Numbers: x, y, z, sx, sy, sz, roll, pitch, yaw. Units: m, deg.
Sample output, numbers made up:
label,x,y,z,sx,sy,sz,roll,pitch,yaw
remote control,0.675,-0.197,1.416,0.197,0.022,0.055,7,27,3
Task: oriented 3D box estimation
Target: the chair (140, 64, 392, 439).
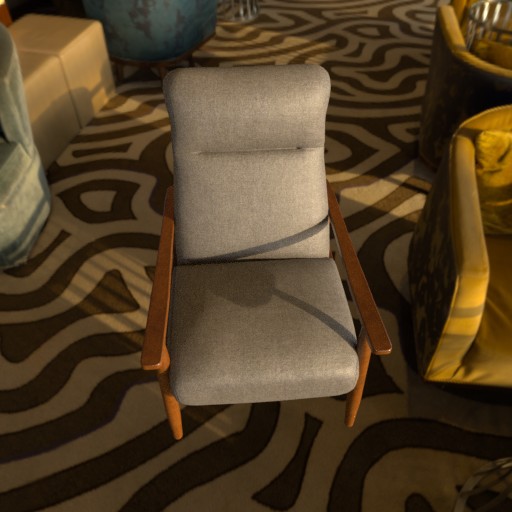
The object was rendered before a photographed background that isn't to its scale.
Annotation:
label,x,y,z,sx,sy,sz,roll,pitch,yaw
chair,0.000,0.000,1.734,0.762,1.081,1.014,-3,47,-3
